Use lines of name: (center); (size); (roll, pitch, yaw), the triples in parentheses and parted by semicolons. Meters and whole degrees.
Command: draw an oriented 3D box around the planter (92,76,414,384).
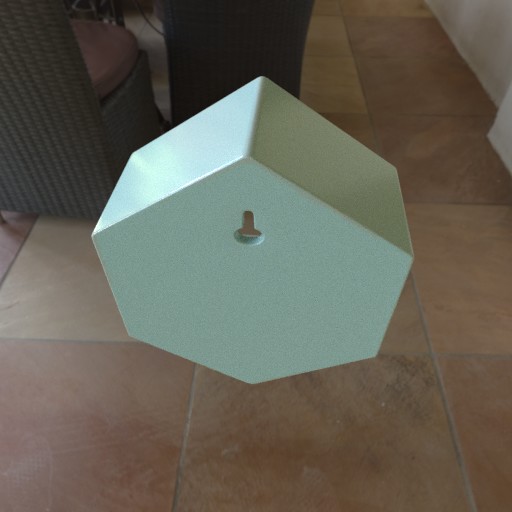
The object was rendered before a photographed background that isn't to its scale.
planter: (0.000, 0.000, 0.291); (0.169, 0.207, 0.078); (4, 47, 4)
